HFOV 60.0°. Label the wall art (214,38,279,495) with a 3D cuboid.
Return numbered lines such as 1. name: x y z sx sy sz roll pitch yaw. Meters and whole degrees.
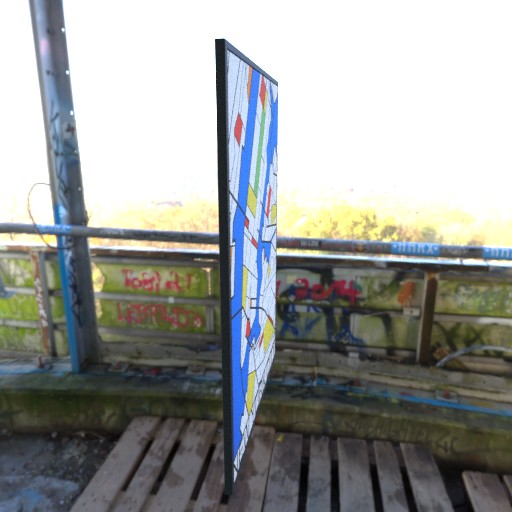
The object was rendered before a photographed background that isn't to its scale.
1. wall art: 0.000 0.000 0.832 0.013 0.660 0.460 3 16 10
